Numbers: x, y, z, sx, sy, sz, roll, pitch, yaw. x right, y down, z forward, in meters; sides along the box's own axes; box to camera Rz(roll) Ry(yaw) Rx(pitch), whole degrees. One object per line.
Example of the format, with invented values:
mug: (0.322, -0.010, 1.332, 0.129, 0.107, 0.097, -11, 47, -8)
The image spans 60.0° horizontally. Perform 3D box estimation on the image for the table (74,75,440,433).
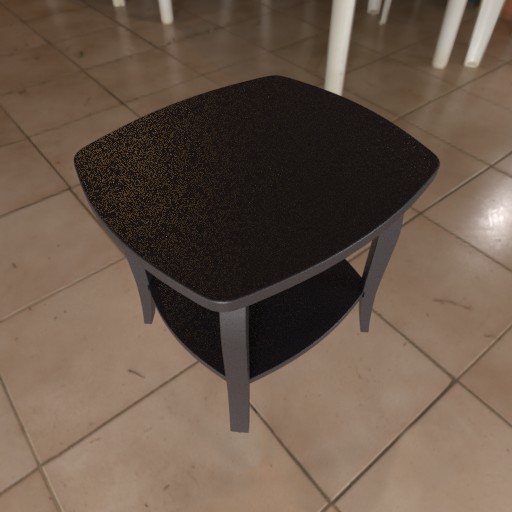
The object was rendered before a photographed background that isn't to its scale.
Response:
table: (0.000, 0.000, 0.864, 0.508, 0.457, 0.457, -32, 55, -26)
